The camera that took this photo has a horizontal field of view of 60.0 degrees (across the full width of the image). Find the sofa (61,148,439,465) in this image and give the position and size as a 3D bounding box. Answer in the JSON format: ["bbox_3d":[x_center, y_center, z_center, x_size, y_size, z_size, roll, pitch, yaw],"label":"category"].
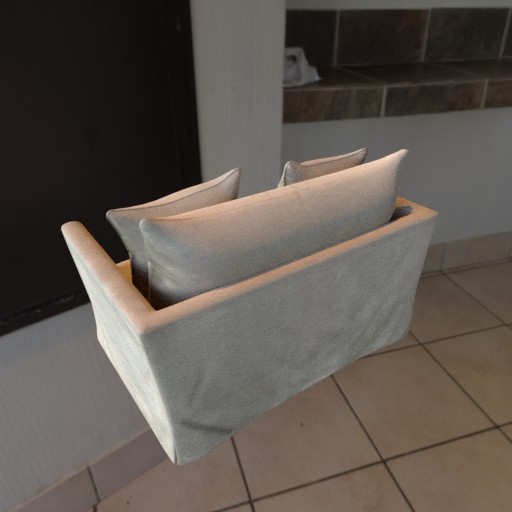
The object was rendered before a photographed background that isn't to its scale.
[{"bbox_3d":[0.000,0.000,2.282,1.608,1.040,1.035,-20,36,-30],"label":"sofa"}]
